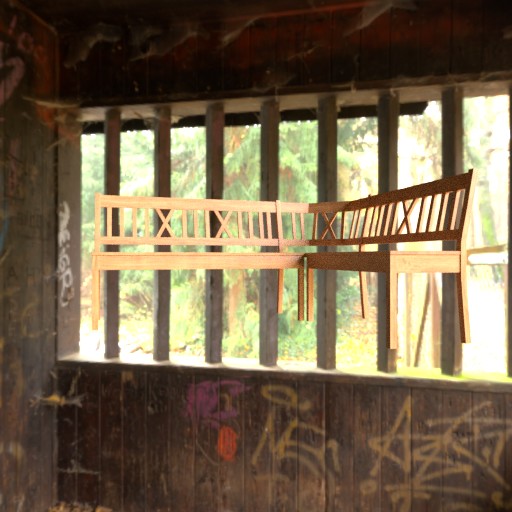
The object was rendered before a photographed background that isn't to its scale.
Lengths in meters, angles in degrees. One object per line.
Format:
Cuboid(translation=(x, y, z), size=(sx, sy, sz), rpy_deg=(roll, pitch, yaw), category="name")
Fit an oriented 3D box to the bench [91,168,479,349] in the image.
Cuboid(translation=(0.000, 0.000, 2.738), size=(1.937, 0.902, 1.537), rpy_deg=(0, 0, -17), category="bench")
